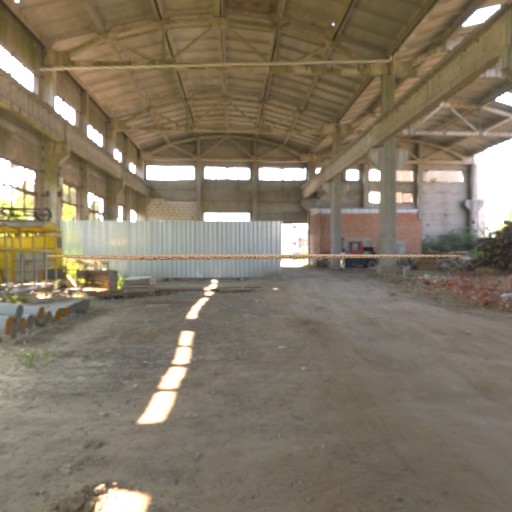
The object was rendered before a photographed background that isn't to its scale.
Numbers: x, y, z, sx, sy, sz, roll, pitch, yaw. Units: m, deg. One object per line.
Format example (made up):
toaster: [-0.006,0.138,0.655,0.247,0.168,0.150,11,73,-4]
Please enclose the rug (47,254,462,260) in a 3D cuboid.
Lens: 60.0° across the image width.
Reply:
rug: [0.000,0.000,2.805,2.141,0.013,1.566,0,1,-36]
